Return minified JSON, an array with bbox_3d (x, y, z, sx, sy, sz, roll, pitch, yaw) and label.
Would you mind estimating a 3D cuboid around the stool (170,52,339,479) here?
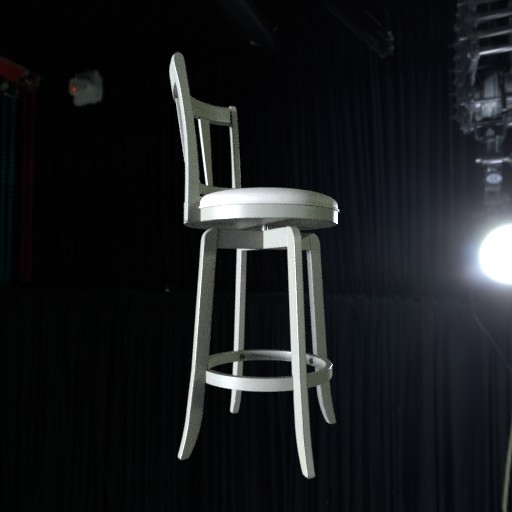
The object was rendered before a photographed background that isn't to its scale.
[{"bbox_3d":[0.000,0.000,1.283,0.475,1.042,0.436,0,-1,18],"label":"stool"}]
